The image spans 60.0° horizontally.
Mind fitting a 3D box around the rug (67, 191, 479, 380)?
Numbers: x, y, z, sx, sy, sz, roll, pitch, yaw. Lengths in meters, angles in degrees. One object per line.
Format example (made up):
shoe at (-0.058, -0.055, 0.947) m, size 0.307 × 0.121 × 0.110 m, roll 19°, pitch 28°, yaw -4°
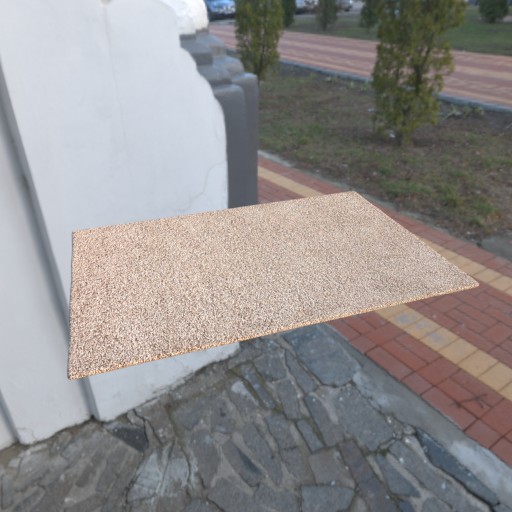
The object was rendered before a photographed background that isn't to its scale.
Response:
rug at (0.000, 0.000, 3.473) m, size 2.743 × 0.030 × 1.778 m, roll -10°, pitch 33°, yaw -16°
